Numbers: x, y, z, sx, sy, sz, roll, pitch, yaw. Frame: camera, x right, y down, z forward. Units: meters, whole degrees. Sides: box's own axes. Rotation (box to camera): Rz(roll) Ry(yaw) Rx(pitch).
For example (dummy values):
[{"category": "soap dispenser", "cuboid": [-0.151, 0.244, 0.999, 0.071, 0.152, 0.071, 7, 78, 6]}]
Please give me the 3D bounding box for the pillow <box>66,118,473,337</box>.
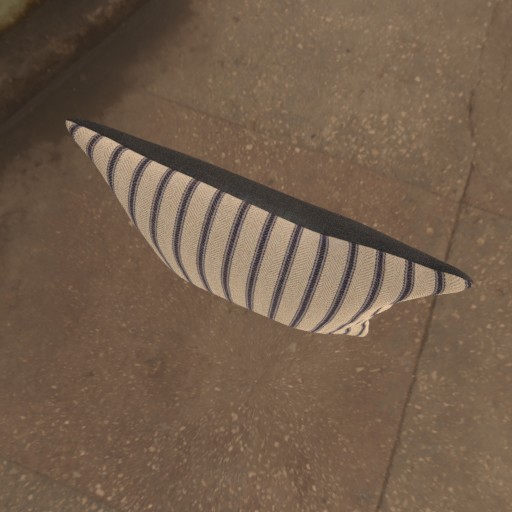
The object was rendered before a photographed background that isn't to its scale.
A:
[{"category": "pillow", "cuboid": [0.000, 0.000, 0.669, 0.468, 0.444, 0.138, 23, 75, 6]}]
